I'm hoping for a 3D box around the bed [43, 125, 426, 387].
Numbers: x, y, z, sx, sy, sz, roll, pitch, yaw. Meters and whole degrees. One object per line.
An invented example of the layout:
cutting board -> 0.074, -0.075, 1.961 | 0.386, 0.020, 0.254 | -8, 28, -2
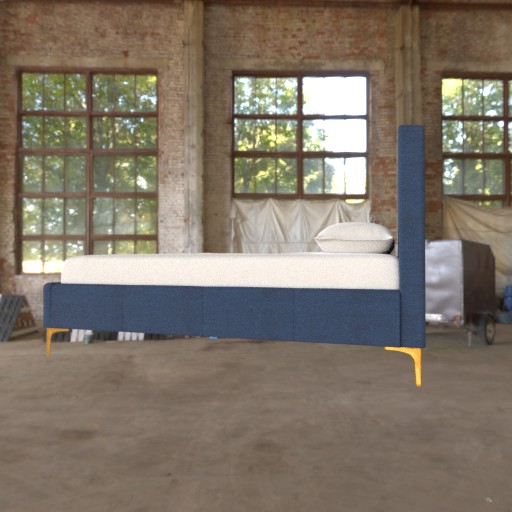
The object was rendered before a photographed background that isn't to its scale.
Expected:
bed -> 0.000, 0.000, 3.170 | 2.172, 1.231, 1.723 | 0, -1, 18
